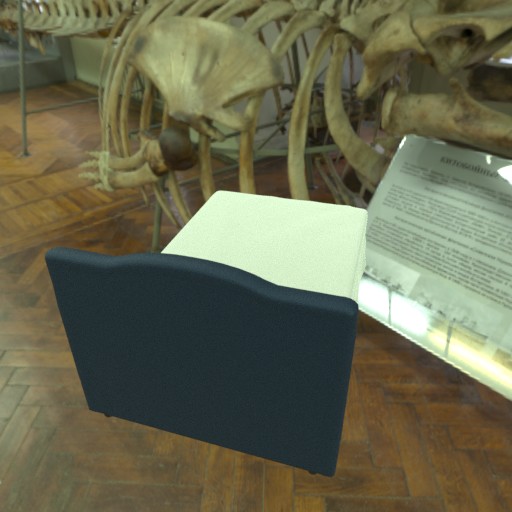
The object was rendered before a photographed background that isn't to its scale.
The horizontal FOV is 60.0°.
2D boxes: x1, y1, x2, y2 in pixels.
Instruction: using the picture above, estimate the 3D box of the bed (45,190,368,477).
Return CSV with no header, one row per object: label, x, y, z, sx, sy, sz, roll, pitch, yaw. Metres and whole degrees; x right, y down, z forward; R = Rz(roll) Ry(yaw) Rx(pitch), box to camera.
bed,0.000,0.000,3.529,1.741,1.441,2.507,9,34,14
